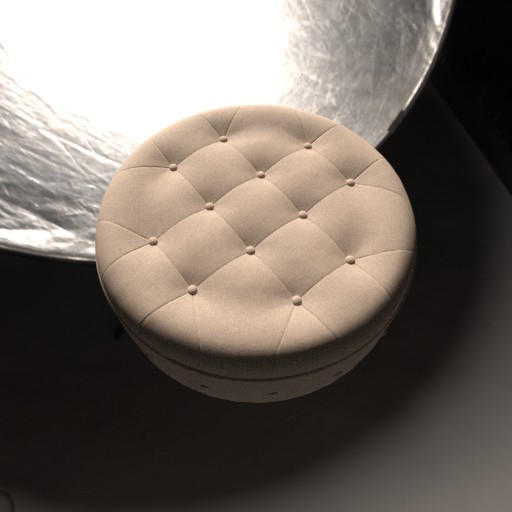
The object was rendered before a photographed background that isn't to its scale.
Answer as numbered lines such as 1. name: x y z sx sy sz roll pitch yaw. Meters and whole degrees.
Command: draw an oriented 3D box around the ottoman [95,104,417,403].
1. ottoman: 0.000 0.000 1.332 0.848 0.494 0.848 0 59 0
